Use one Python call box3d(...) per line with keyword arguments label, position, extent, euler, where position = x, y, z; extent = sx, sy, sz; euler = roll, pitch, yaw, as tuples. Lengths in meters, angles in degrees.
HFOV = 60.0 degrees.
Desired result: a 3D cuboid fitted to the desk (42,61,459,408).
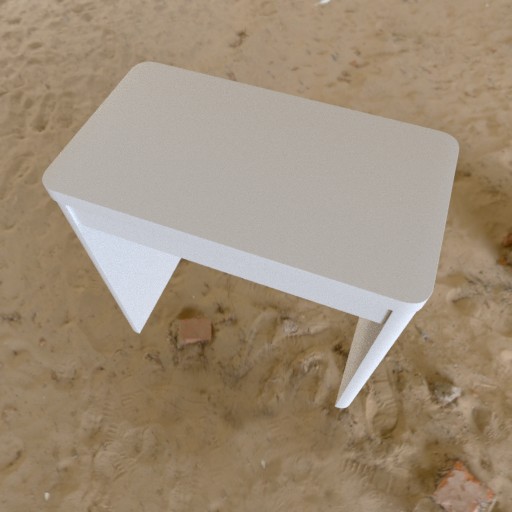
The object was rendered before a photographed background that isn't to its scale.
box3d(label="desk", position=(0.000, 0.000, 1.251), extent=(0.790, 0.760, 0.446), euler=(18, 59, 11))
